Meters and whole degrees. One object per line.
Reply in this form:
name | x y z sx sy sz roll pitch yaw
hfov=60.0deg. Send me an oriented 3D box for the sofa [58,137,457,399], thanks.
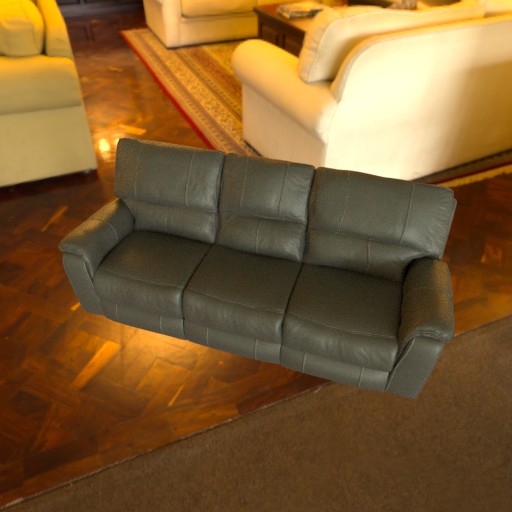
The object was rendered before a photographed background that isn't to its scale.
sofa | 0.000 0.000 3.178 2.627 1.134 1.104 12 42 13
